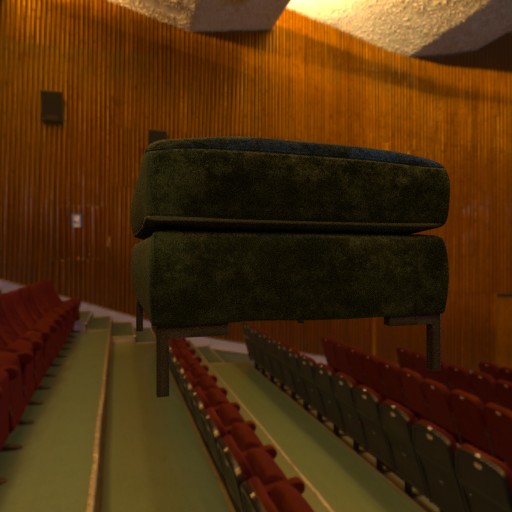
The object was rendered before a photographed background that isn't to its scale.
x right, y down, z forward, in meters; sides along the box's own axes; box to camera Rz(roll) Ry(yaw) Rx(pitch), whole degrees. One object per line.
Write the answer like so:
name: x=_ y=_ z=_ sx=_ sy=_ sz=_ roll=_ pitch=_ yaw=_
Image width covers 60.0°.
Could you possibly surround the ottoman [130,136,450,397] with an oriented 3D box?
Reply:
ottoman: x=0.000 y=0.000 z=1.319 sx=0.701 sy=0.538 sz=0.839 roll=0 pitch=0 yaw=-18
